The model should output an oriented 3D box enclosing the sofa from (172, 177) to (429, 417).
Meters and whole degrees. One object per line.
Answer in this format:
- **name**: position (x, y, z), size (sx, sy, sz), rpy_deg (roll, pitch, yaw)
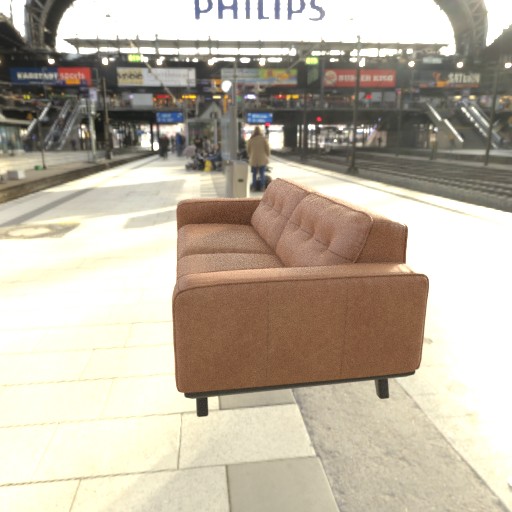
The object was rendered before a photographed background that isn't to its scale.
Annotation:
- **sofa**: position (0.000, 0.000, 2.663), size (0.953, 0.780, 2.270), rpy_deg (-2, 15, -9)
